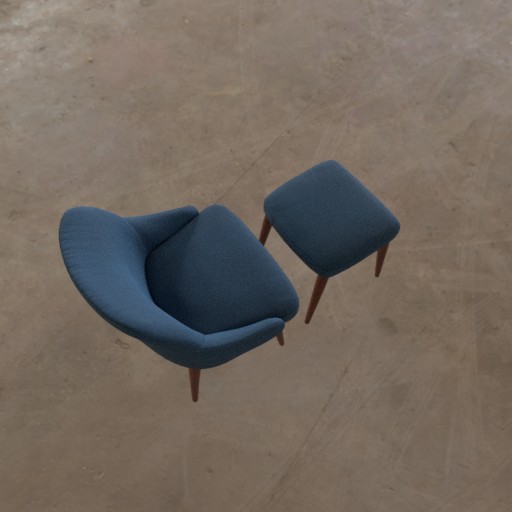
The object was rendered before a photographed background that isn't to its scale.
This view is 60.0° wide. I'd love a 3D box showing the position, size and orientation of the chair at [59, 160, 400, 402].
[{"bbox_3d":[0.000,0.000,1.619,1.114,0.866,0.584,-31,64,-17],"label":"chair"}]
